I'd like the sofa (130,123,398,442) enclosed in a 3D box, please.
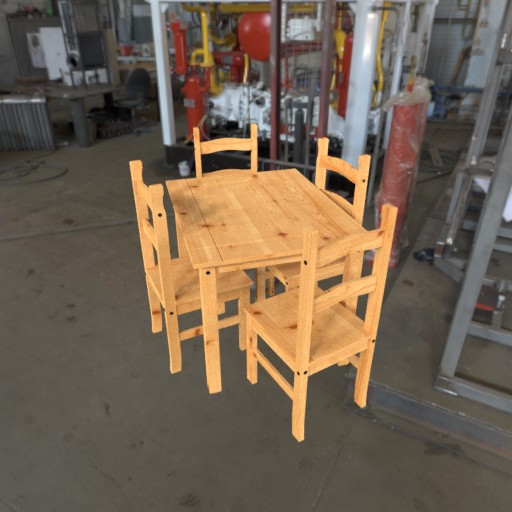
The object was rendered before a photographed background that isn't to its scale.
[{"bbox_3d":[0.000,0.000,2.305,1.144,1.000,1.529,-8,30,-14],"label":"sofa"}]
